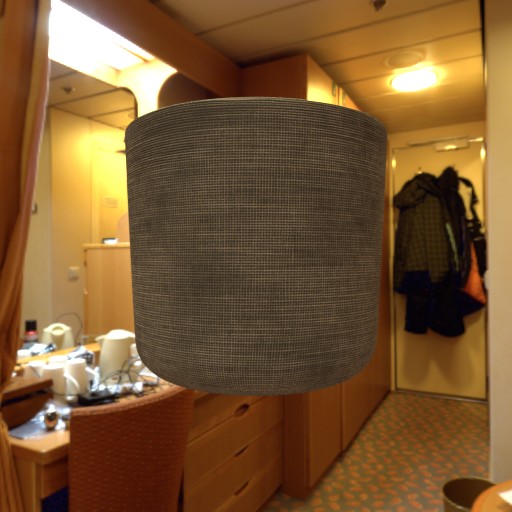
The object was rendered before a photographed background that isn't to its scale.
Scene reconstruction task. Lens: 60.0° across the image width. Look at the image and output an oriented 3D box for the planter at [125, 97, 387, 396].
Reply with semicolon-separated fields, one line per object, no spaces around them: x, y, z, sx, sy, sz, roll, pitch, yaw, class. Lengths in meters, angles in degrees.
0.000;0.000;0.774;0.440;0.398;0.440;0;0;0;planter
